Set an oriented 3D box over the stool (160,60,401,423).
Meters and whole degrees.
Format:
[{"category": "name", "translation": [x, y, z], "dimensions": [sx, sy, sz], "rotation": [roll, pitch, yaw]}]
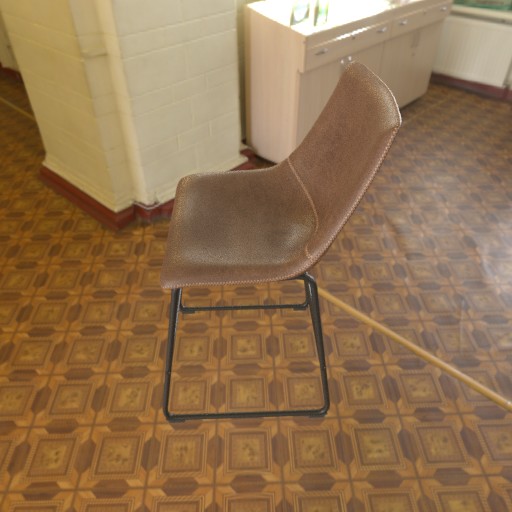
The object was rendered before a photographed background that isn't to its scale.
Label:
[{"category": "stool", "translation": [0.000, 0.000, 1.183], "dimensions": [0.550, 0.890, 0.460], "rotation": [-1, 40, -2]}]
